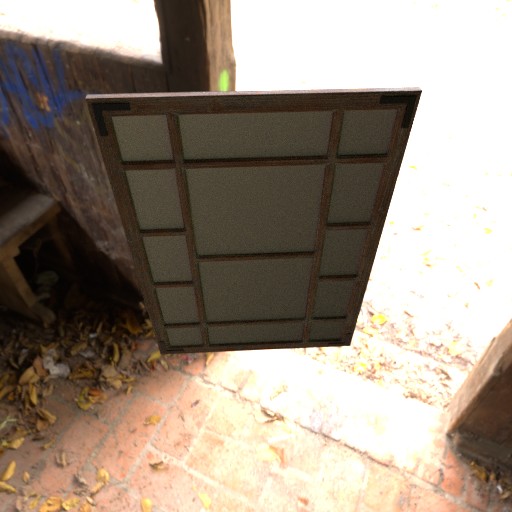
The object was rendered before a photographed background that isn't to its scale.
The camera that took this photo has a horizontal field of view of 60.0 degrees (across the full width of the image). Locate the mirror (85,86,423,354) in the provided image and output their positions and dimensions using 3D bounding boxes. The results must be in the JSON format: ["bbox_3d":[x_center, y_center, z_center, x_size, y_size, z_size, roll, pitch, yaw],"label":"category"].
[{"bbox_3d":[0.000,0.000,1.290,0.705,0.996,0.025,-2,46,-2],"label":"mirror"}]
